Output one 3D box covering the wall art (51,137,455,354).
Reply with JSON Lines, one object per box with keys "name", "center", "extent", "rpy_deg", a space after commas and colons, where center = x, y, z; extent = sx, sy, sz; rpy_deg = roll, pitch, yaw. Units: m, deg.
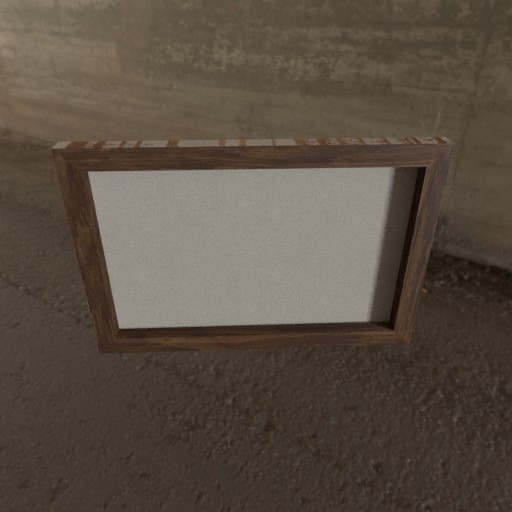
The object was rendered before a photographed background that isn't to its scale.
{"name": "wall art", "center": [0.000, 0.000, 0.785], "extent": [0.609, 0.405, 0.035], "rpy_deg": [-1, 30, -2]}
